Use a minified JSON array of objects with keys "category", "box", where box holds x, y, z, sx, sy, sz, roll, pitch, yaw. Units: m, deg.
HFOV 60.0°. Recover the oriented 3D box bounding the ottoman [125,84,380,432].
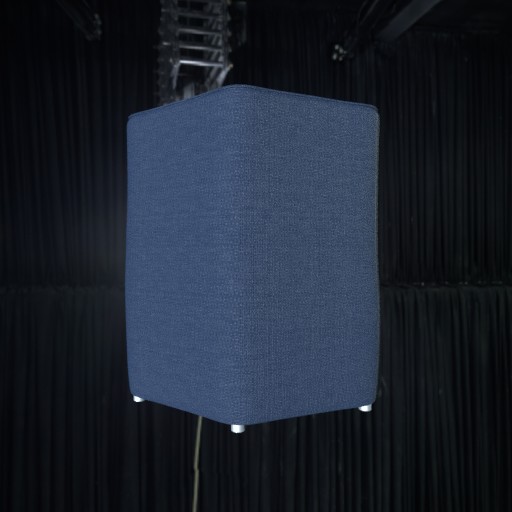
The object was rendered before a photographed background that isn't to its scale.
[{"category":"ottoman","box":[0.000,0.000,0.865,0.492,0.505,0.454,0,0,-19]}]
